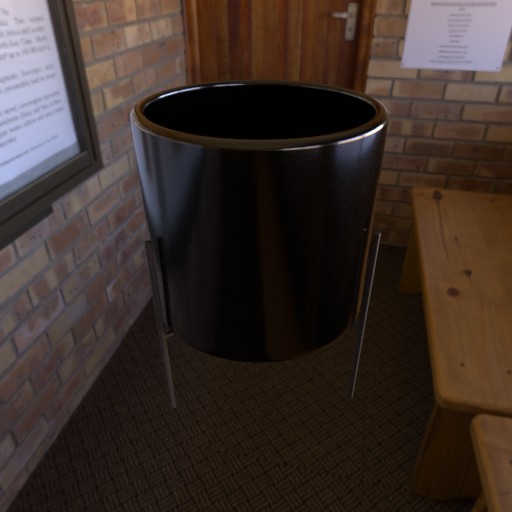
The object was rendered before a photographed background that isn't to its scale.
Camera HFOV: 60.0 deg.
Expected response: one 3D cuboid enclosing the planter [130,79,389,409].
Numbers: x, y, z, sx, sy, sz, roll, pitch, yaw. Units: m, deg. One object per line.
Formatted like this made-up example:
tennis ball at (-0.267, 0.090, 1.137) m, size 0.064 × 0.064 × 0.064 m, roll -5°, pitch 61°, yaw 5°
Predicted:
planter at (0.000, 0.000, 0.642) m, size 0.310 × 0.432 × 0.310 m, roll -11°, pitch 34°, yaw -16°
